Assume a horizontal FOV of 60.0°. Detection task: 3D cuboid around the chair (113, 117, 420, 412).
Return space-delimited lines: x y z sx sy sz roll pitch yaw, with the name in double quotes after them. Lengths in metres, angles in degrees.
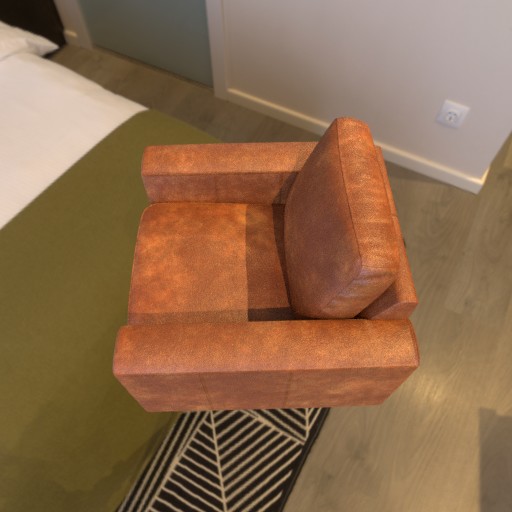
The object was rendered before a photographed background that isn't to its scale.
0.000 0.000 1.753 1.016 0.873 1.005 -1 58 -1 "chair"
